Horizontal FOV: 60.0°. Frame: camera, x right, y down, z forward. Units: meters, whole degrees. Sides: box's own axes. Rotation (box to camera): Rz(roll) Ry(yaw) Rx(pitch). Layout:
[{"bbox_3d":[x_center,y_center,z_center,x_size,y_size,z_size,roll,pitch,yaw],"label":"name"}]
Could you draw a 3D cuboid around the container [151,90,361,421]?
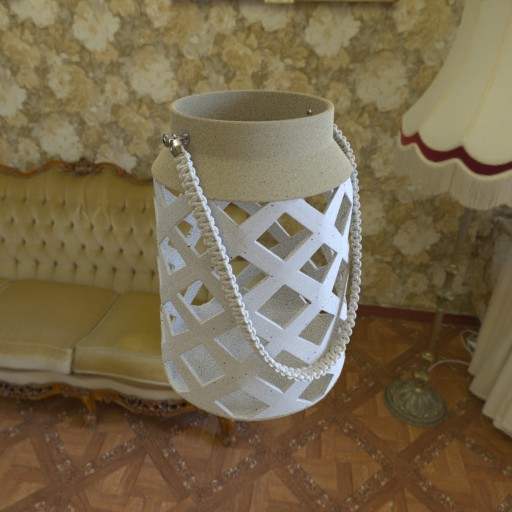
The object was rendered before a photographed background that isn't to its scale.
[{"bbox_3d":[0.000,0.000,0.347,0.163,0.229,0.172,-22,36,-33],"label":"container"}]
